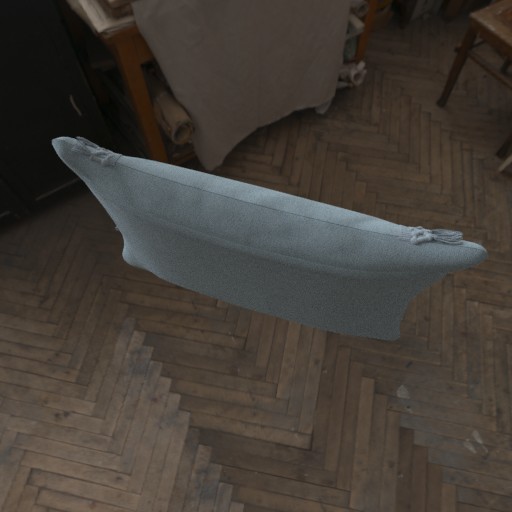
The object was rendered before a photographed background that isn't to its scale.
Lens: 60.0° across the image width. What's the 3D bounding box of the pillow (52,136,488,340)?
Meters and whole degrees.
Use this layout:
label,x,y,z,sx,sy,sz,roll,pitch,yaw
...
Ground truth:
label,x,y,z,sx,sy,sz,roll,pitch,yaw
pillow,0.000,0.000,0.582,0.466,0.305,0.084,16,65,7
